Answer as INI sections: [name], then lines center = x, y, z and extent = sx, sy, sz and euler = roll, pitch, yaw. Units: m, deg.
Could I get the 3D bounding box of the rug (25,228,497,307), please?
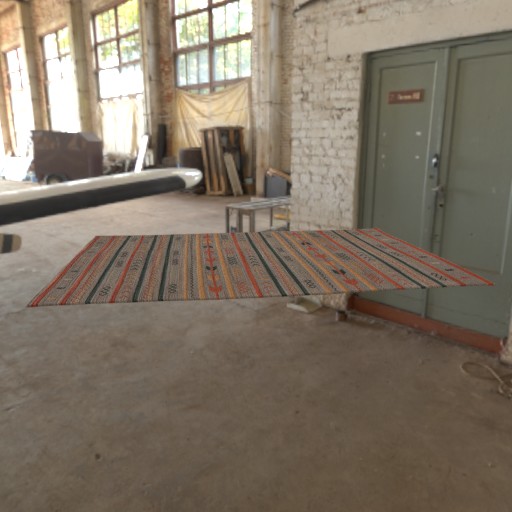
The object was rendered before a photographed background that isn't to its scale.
[rug]
center = 0.000, 0.000, 2.280
extent = 1.835, 0.017, 1.220
euler = -2, 15, -8
